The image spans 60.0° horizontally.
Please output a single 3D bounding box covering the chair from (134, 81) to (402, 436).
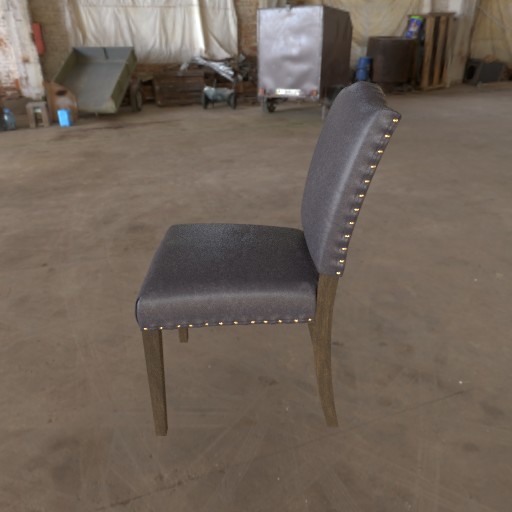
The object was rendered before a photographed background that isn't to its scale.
[{"bbox_3d":[0.000,0.000,1.345,0.633,0.991,0.500,0,27,0],"label":"chair"}]
